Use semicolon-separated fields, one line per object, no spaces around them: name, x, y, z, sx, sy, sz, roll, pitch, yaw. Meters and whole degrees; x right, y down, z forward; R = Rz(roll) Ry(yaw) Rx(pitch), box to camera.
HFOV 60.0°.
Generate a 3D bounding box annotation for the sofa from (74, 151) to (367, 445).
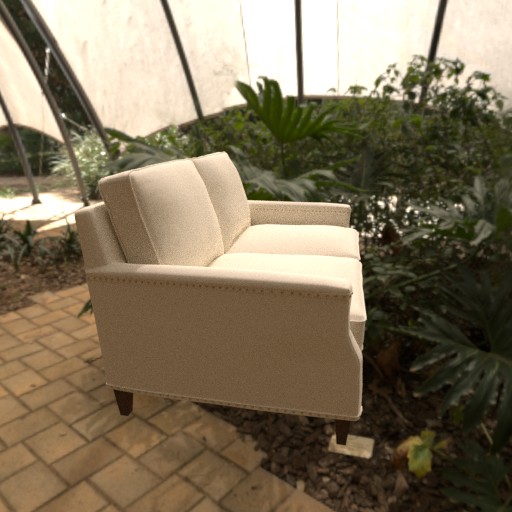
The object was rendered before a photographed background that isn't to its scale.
sofa;0.000;0.000;2.311;1.084;1.003;1.597;3;17;11
